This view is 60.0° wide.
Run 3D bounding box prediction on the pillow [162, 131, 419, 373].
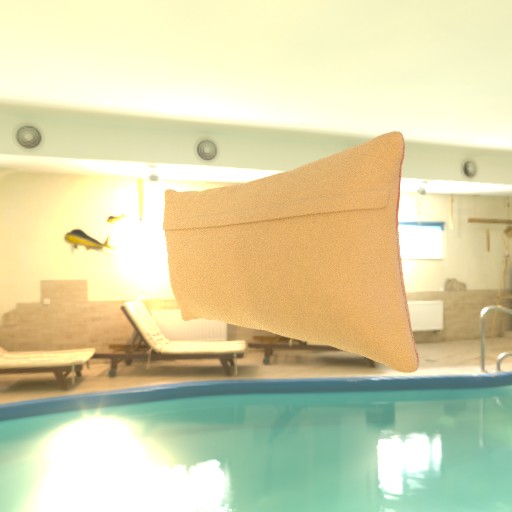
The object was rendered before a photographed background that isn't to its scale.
[{"bbox_3d":[0.000,0.000,0.748,0.155,0.292,0.609,0,0,-37],"label":"pillow"}]
